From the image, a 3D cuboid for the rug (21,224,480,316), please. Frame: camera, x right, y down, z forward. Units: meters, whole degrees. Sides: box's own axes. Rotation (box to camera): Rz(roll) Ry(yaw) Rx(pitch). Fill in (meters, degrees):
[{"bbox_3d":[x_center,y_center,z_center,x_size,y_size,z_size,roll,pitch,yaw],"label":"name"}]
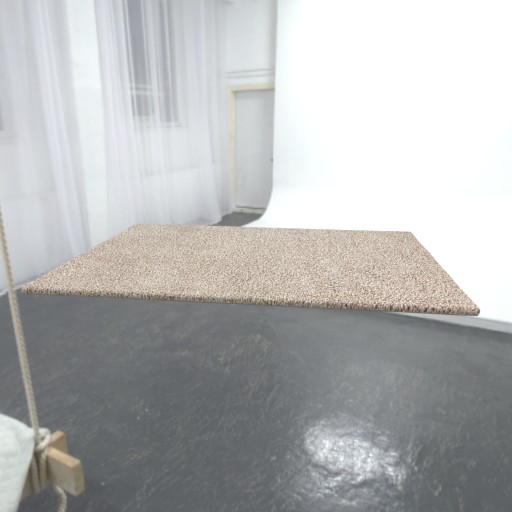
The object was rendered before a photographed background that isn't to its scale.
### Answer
[{"bbox_3d":[0.000,0.000,2.268,1.778,0.030,1.219,2,17,7],"label":"rug"}]
